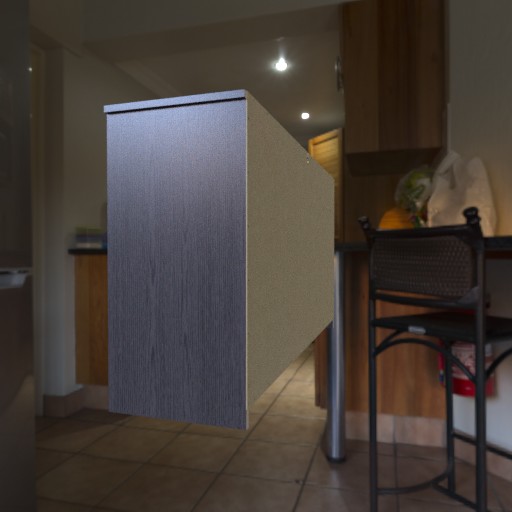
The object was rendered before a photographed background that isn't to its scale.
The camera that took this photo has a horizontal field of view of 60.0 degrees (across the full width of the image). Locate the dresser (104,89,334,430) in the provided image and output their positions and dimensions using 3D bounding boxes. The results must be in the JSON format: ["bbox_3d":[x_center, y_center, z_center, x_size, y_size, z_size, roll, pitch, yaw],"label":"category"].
[{"bbox_3d":[0.000,0.000,1.681,0.401,0.755,1.360,0,1,18],"label":"dresser"}]
